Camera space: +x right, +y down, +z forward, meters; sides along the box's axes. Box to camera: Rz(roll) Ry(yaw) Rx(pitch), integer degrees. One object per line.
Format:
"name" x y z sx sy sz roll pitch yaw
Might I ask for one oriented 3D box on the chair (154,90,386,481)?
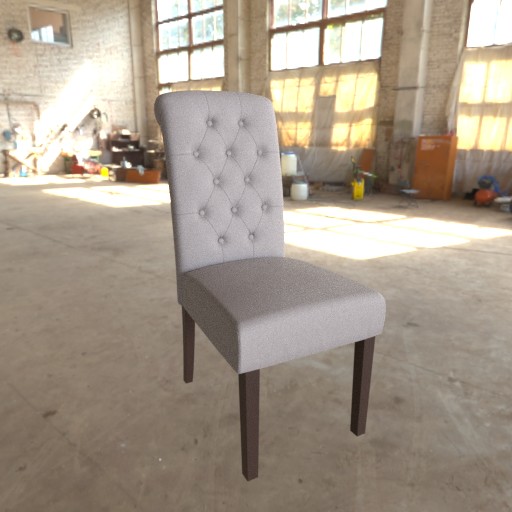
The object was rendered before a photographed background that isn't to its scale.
"chair" 0.000 0.000 1.379 0.456 1.006 0.671 -8 18 -27
